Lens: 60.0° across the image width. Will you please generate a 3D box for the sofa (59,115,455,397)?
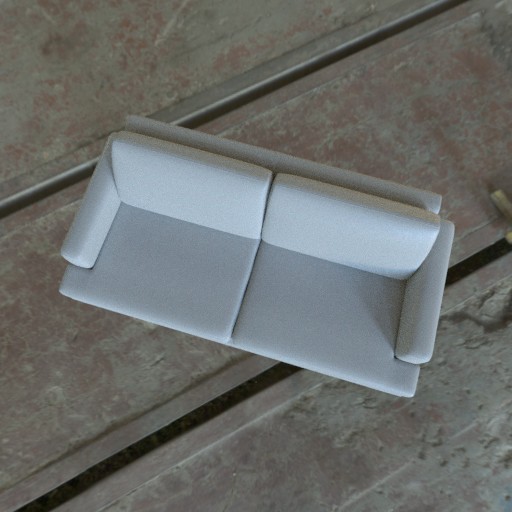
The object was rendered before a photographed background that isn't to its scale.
[{"bbox_3d":[0.000,0.000,2.393,1.940,0.765,0.974,16,75,4],"label":"sofa"}]
